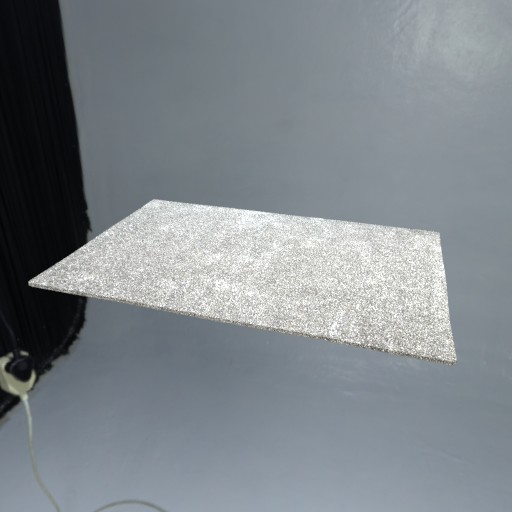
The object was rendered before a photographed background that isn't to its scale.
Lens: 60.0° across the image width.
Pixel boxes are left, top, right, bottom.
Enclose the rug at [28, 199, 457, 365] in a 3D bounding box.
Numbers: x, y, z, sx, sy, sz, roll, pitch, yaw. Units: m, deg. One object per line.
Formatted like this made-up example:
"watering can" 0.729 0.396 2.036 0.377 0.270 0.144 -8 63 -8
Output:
"rug" 0.000 0.000 2.927 2.350 0.025 1.502 8 28 15
